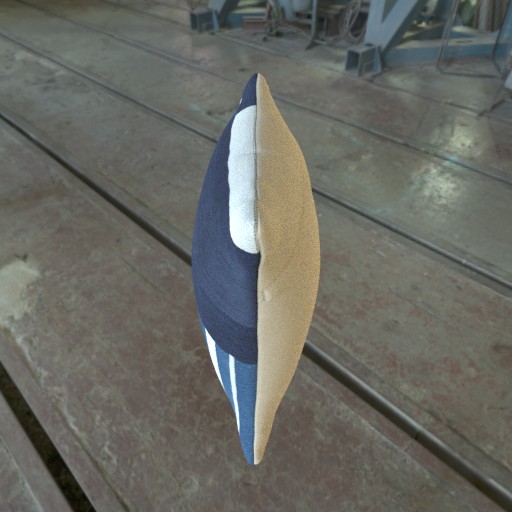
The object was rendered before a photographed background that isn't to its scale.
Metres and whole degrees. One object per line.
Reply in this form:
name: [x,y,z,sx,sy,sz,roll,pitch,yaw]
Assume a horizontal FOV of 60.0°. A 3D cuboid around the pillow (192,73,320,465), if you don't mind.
pillow: [0.000,0.000,0.808,0.229,0.506,0.536,0,40,0]
